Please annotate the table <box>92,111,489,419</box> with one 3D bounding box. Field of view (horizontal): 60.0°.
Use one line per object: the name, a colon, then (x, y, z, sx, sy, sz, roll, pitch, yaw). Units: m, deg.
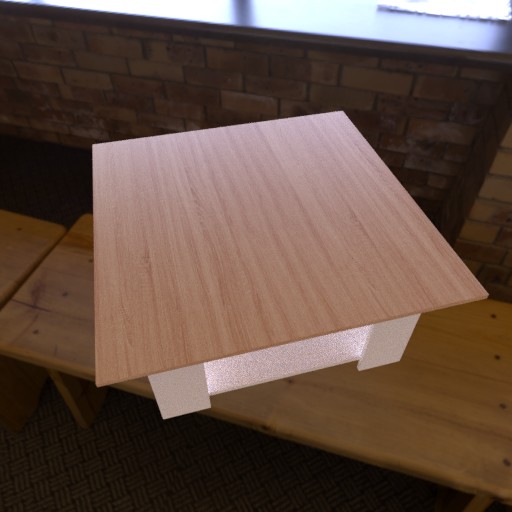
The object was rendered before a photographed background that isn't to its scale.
table: (0.000, 0.000, 1.052, 0.670, 0.305, 0.670, -11, 47, -10)
